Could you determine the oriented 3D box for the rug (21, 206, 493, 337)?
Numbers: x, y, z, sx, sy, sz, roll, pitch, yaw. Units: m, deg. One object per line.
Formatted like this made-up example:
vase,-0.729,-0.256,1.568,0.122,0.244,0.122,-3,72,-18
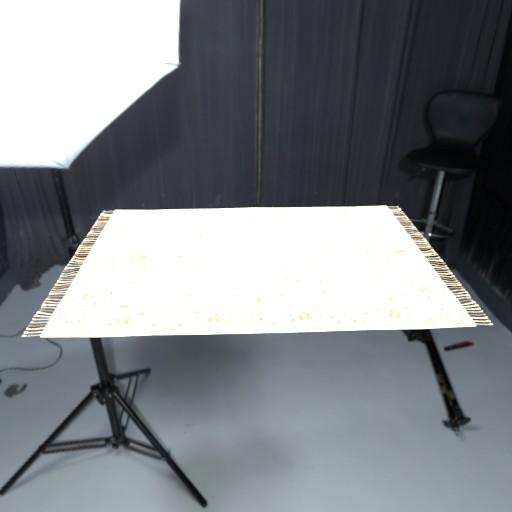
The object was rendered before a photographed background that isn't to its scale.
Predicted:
rug,0.000,0.000,2.254,1.861,0.017,1.218,-1,29,-2
